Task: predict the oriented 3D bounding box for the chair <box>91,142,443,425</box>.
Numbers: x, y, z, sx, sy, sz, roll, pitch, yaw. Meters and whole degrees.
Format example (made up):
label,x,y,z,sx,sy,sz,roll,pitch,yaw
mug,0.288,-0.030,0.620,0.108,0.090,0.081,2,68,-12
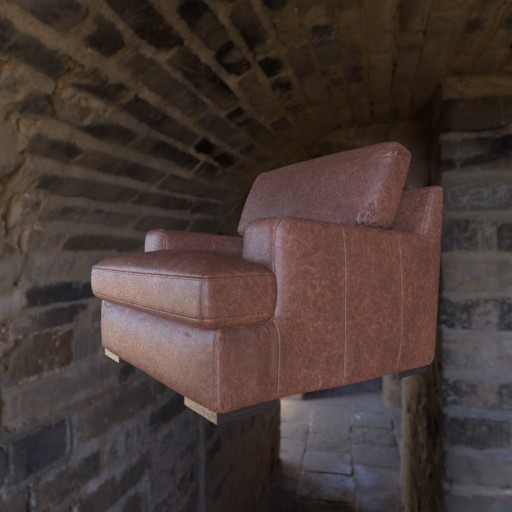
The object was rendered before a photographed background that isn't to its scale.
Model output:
label,x,y,z,sx,sy,sz,roll,pitch,yaw
chair,0.000,0.000,1.962,1.143,0.939,1.168,0,0,-35
